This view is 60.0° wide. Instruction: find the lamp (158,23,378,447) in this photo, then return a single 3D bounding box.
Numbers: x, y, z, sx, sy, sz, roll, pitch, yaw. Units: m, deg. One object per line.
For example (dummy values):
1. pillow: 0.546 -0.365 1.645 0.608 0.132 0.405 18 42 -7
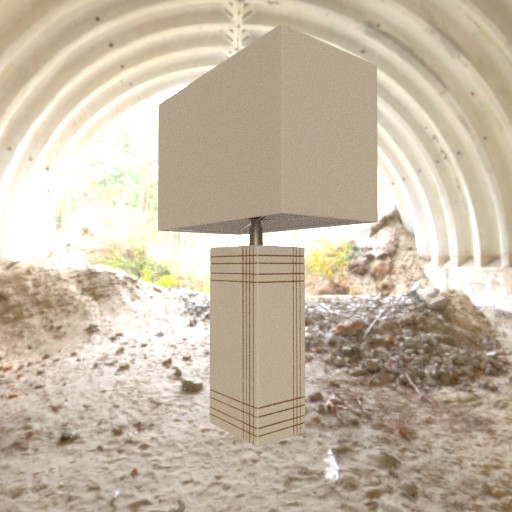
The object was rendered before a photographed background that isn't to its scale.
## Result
1. lamp: 0.000 0.000 0.704 0.182 0.543 0.334 1 -2 -38
